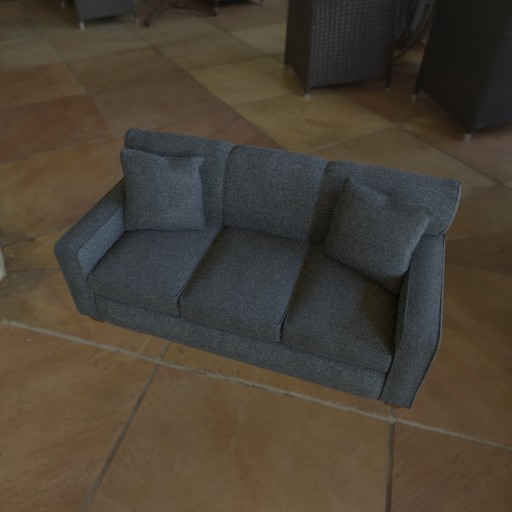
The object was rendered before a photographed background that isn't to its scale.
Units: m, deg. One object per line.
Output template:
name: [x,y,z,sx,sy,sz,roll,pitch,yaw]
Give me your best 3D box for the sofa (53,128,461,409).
sofa: [0.000,0.000,2.570,2.024,0.958,0.997,13,44,14]
